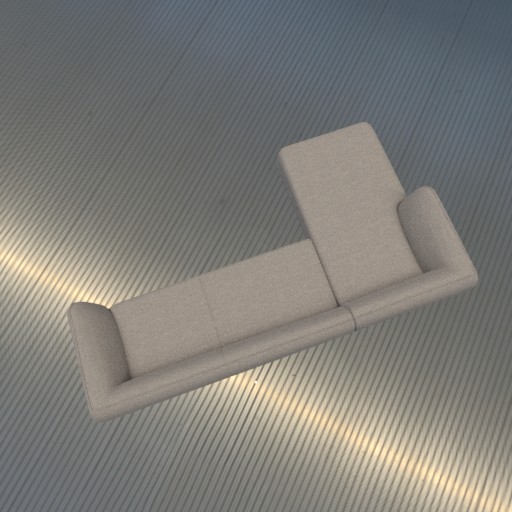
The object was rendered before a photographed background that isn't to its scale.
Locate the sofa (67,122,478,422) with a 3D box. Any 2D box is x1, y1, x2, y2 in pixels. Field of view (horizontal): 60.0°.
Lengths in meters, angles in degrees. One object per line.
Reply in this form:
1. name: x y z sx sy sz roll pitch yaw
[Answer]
1. sofa: 0.000 0.000 3.300 2.653 0.693 1.532 -19 75 -5
